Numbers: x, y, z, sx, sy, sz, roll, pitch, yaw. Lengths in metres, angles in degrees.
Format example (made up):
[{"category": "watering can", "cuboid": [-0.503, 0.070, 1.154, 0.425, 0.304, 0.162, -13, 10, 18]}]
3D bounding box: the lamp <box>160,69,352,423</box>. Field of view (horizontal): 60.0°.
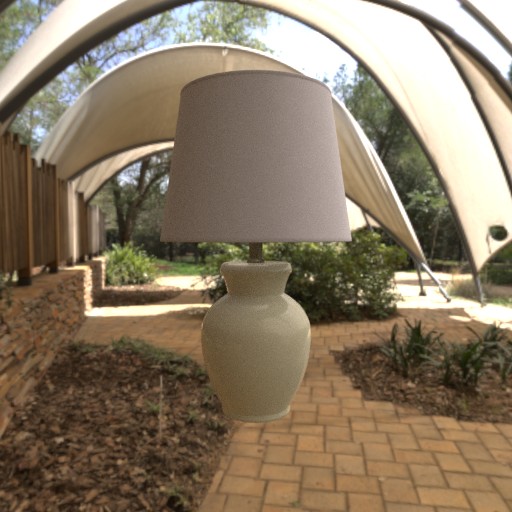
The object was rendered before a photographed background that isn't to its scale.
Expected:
[{"category": "lamp", "cuboid": [0.000, 0.000, 0.567, 0.239, 0.399, 0.239, 0, 3, 0]}]
